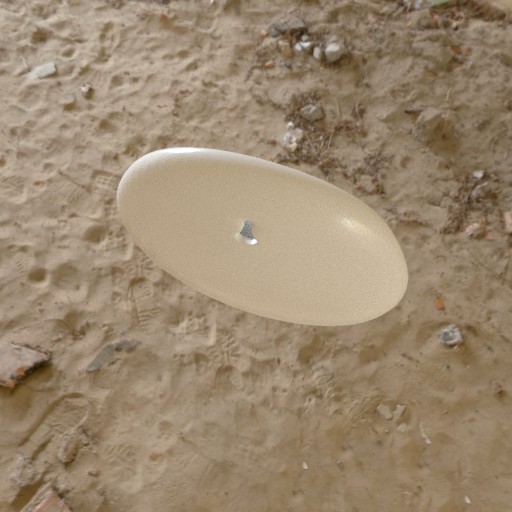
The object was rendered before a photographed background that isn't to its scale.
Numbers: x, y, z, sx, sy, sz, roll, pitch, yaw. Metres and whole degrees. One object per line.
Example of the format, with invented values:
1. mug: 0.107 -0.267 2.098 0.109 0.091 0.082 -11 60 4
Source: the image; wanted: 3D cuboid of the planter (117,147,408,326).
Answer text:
1. planter: 0.000 0.000 0.282 0.185 0.188 0.043 16 65 8
